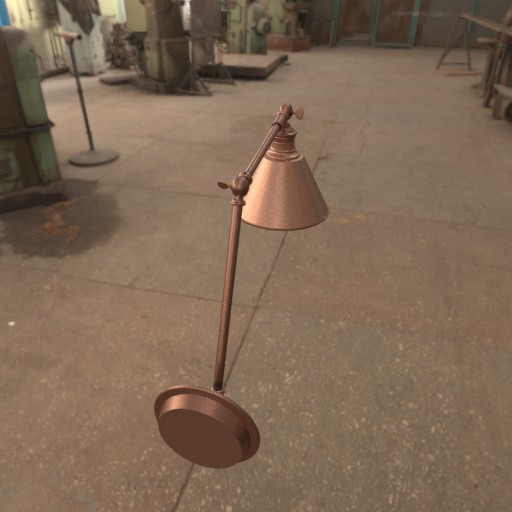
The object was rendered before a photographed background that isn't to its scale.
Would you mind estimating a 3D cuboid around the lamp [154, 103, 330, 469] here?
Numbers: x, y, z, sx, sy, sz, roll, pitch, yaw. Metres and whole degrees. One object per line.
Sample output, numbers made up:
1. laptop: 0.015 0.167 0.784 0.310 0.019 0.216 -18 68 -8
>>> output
1. lamp: 0.000 0.000 0.878 0.223 0.502 0.624 9 32 14
